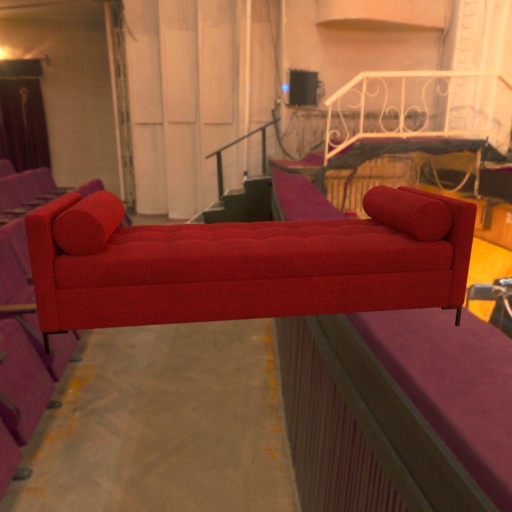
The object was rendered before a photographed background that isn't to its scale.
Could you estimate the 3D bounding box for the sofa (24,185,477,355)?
[{"bbox_3d":[0.000,0.000,2.308,1.981,0.635,0.686,-2,16,-8],"label":"sofa"}]
